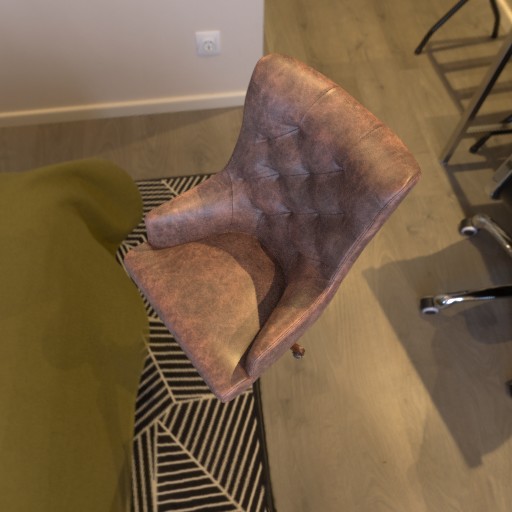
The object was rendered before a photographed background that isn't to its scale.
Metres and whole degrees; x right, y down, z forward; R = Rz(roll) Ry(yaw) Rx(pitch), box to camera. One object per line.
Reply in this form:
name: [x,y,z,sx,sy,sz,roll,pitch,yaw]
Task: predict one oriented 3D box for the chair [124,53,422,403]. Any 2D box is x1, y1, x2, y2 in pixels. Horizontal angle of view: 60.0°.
chair: [0.000,0.000,1.539,0.762,1.035,0.641,-34,68,-16]
